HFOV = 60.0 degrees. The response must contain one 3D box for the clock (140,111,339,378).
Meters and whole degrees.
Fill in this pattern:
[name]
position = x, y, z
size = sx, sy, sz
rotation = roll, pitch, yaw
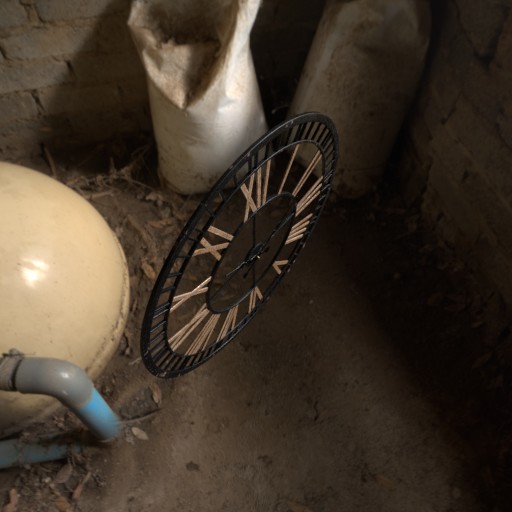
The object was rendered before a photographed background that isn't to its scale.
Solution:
[clock]
position = 0.000, 0.000, 1.259
size = 0.025, 0.843, 0.843
rotation = 34, 64, 19
